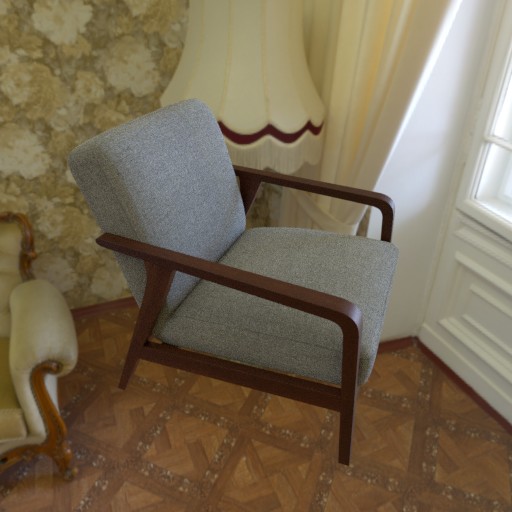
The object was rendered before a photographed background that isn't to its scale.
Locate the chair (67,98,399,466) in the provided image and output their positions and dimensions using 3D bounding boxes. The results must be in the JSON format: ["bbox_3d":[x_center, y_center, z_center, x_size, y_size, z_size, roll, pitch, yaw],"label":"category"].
[{"bbox_3d":[0.000,0.000,1.436,0.858,0.847,0.704,12,33,18],"label":"chair"}]
